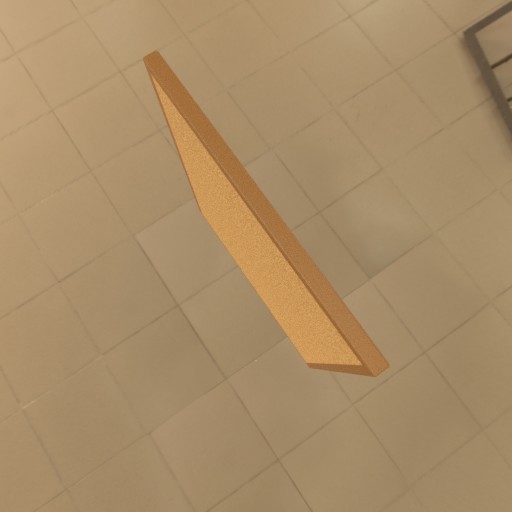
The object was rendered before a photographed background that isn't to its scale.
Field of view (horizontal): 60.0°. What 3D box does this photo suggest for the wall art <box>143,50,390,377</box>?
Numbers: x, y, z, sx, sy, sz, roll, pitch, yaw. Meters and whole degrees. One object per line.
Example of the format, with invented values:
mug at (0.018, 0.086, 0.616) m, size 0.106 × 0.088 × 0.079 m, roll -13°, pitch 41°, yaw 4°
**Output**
wall art at (0.000, 0.000, 0.521) m, size 0.015 × 0.379 × 0.310 m, roll -34°, pitch 79°, yaw -8°
